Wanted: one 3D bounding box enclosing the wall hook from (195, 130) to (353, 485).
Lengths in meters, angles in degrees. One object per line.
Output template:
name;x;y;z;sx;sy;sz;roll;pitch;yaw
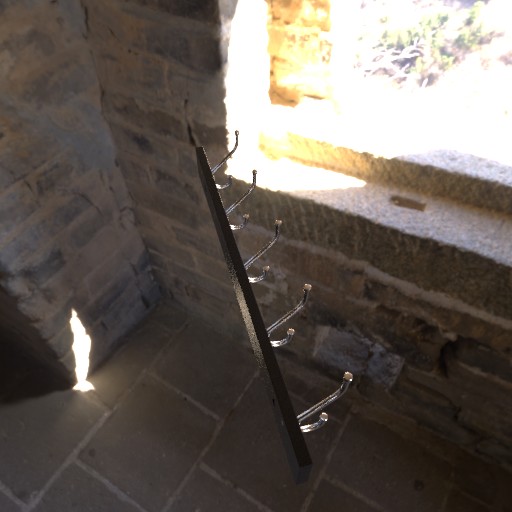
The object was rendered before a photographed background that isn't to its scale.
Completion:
wall hook;0.000;0.000;0.631;0.071;0.117;0.571;-12;49;-10
